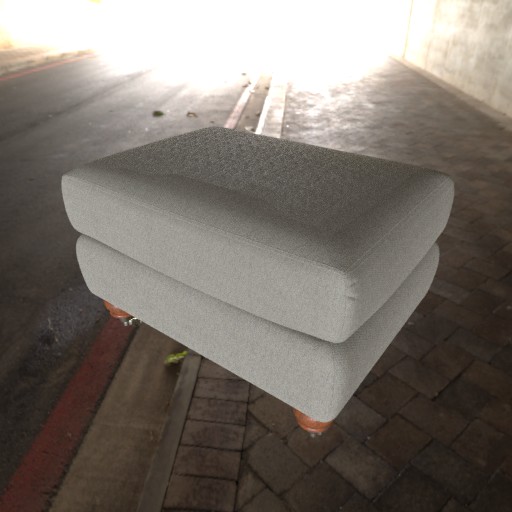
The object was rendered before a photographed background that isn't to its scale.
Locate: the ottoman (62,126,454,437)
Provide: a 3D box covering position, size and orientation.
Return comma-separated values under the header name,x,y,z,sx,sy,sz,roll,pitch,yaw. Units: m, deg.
name,x,y,z,sx,sy,sz,roll,pitch,yaw
ottoman,0.000,0.000,1.122,0.773,0.504,0.569,21,36,31
